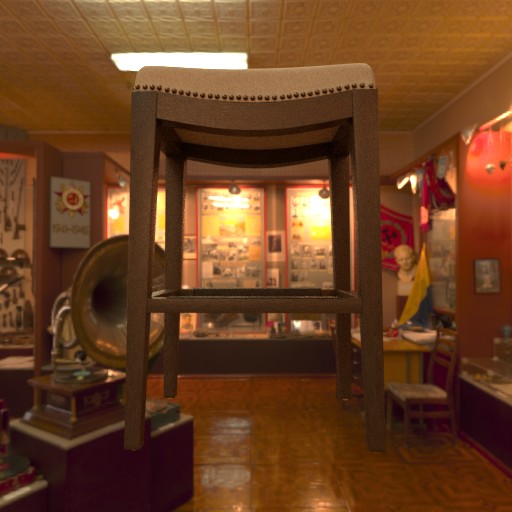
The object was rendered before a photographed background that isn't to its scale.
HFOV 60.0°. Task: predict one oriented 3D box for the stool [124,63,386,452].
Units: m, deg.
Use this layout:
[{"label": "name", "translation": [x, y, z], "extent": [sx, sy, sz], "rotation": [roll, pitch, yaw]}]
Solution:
[{"label": "stool", "translation": [0.000, 0.000, 1.028], "extent": [0.498, 0.759, 0.358], "rotation": [0, -1, 1]}]
